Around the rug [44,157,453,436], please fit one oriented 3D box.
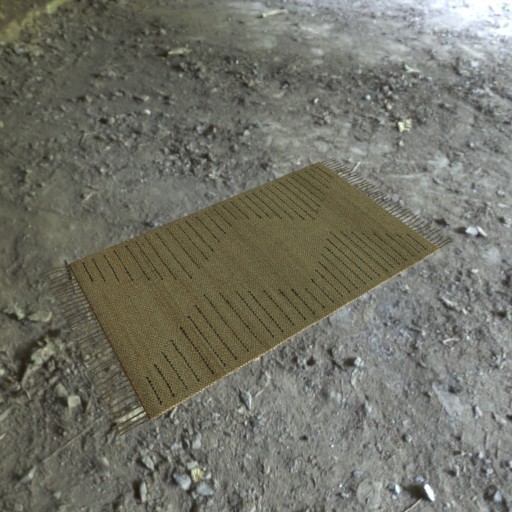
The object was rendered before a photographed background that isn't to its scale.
[{"bbox_3d":[0.000,0.000,2.061,1.718,0.017,0.905,-26,51,-23],"label":"rug"}]
